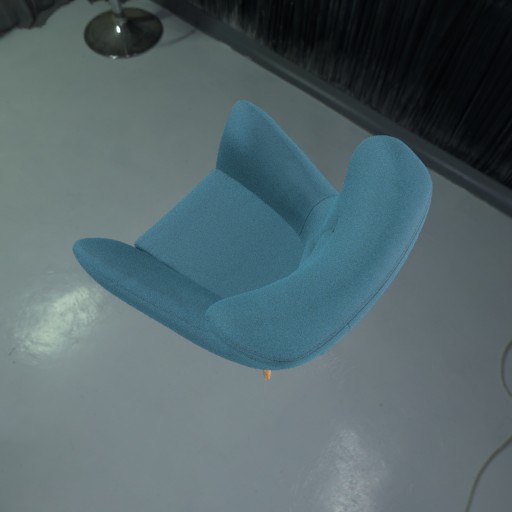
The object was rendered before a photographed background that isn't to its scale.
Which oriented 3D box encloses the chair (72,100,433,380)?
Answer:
[{"bbox_3d":[0.000,0.000,1.605,0.889,0.889,0.890,36,68,17],"label":"chair"}]
